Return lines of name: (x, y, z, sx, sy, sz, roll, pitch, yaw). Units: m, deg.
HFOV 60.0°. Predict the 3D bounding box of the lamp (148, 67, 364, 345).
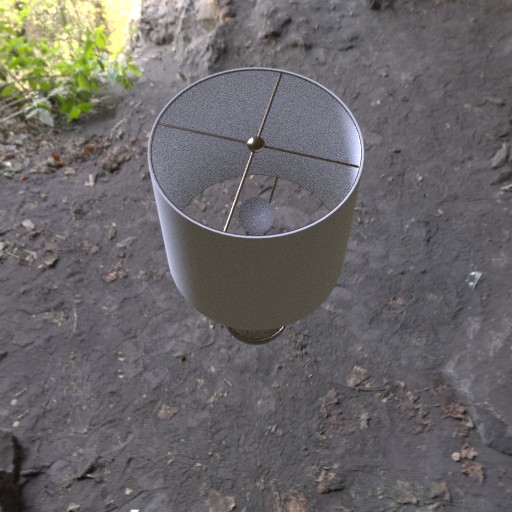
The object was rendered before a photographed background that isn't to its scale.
lamp: (0.000, 0.000, 0.803, 0.303, 0.618, 0.303, 0, 64, 0)
